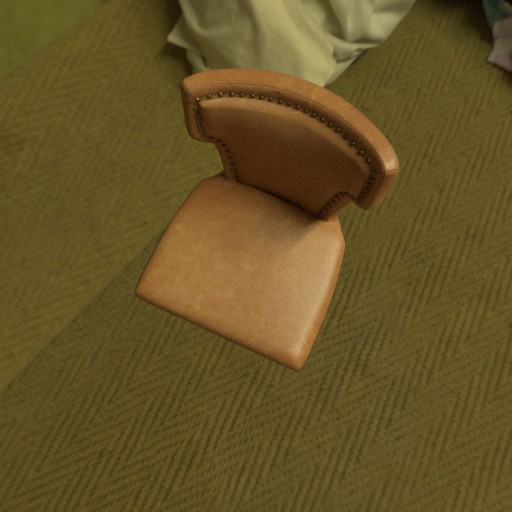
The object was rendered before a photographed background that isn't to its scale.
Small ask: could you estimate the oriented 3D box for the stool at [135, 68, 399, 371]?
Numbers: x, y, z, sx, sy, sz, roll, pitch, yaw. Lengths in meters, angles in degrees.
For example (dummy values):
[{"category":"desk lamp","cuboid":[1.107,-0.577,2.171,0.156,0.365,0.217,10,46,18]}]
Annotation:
[{"category":"stool","cuboid":[0.000,0.000,1.419,0.526,1.092,0.563,24,76,6]}]
